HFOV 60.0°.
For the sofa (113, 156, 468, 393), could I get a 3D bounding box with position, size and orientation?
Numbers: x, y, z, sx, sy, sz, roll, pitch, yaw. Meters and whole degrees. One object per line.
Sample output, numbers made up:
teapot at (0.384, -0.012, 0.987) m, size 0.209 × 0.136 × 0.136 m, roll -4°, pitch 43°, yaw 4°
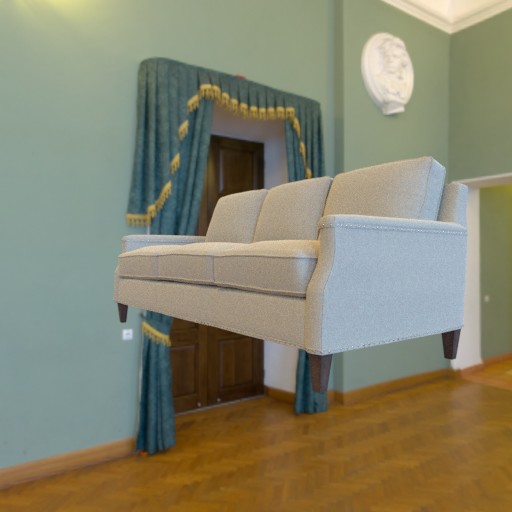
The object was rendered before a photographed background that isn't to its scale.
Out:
sofa at (0.000, 0.000, 2.779) m, size 1.084 × 1.003 × 2.246 m, roll 0°, pitch 0°, yaw -36°
